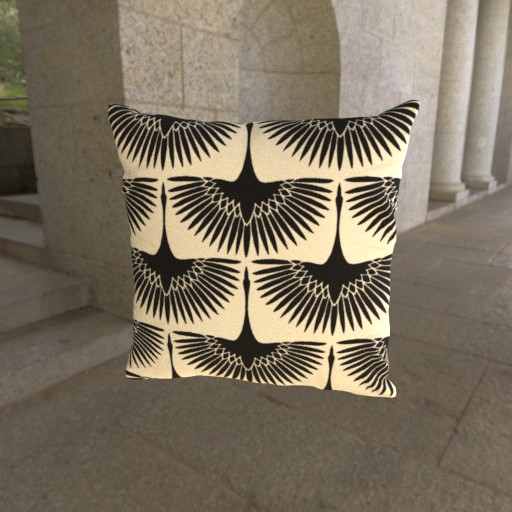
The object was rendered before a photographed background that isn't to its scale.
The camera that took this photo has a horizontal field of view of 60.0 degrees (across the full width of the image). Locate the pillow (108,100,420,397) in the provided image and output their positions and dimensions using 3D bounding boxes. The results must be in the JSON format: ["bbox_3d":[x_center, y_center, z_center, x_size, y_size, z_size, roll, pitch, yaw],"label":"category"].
[{"bbox_3d":[0.000,0.000,0.656,0.432,0.432,0.139,2,14,7],"label":"pillow"}]
